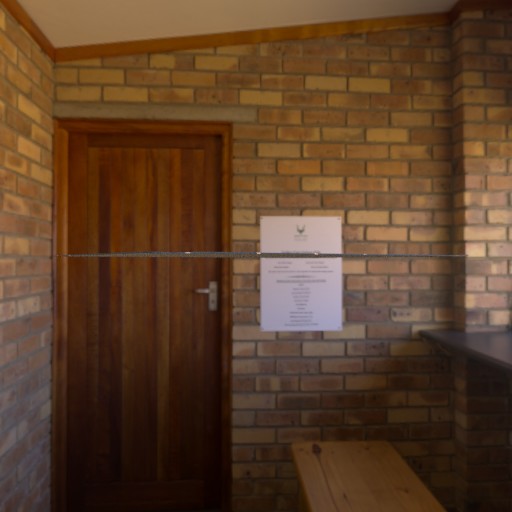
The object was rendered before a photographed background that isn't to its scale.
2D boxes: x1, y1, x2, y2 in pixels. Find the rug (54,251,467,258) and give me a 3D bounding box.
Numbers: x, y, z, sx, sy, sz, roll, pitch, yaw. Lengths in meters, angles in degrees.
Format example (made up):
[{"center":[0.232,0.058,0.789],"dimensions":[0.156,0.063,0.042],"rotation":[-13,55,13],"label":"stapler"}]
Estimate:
[{"center":[0.000,0.000,3.877],"dimensions":[2.867,0.020,2.277],"rotation":[0,-1,-36],"label":"rug"}]
